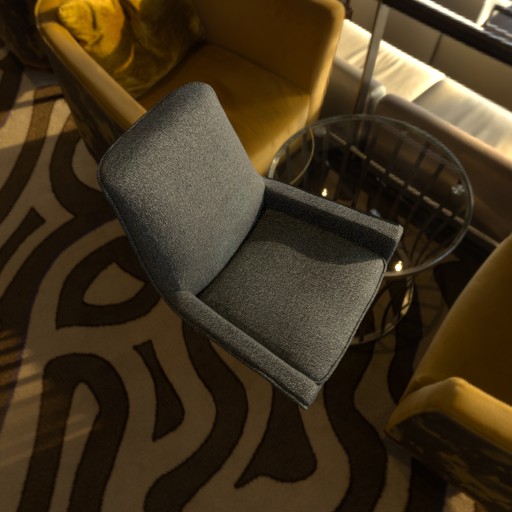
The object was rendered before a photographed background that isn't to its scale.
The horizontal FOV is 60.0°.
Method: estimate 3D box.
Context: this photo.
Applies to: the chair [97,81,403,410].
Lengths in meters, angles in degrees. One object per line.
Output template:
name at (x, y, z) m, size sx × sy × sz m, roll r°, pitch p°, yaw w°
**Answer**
chair at (0.000, 0.000, 1.592) m, size 0.859 × 0.883 × 0.763 m, roll 28°, pitch 63°, yaw 16°
